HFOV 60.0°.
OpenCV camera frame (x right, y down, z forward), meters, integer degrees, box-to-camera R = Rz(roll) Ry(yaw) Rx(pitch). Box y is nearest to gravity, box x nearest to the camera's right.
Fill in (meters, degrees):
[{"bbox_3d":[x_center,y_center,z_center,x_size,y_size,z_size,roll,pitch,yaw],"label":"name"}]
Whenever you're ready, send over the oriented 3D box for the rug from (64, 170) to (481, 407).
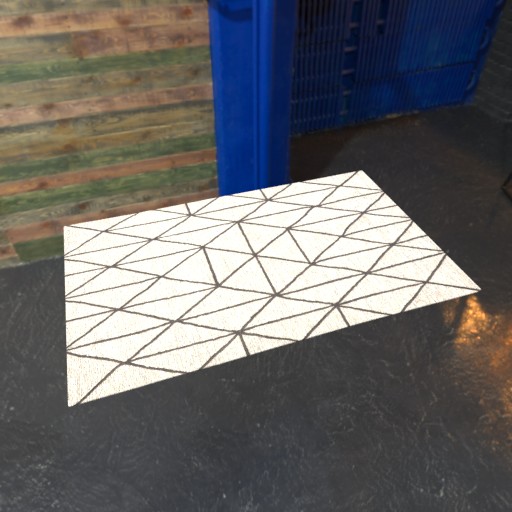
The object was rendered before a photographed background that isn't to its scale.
[{"bbox_3d":[0.000,0.000,3.014,2.465,0.008,1.526,-13,43,-14],"label":"rug"}]
